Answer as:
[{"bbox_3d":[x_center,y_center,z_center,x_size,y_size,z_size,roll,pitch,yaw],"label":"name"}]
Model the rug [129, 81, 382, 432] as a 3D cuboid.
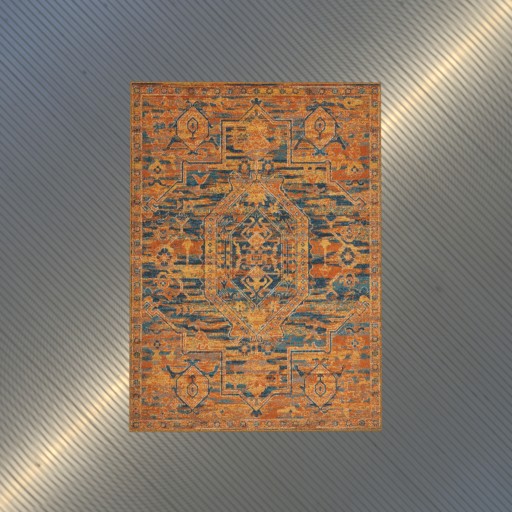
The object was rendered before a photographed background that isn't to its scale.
[{"bbox_3d":[0.000,0.000,2.794,1.588,0.024,2.204,0,89,-1],"label":"rug"}]
